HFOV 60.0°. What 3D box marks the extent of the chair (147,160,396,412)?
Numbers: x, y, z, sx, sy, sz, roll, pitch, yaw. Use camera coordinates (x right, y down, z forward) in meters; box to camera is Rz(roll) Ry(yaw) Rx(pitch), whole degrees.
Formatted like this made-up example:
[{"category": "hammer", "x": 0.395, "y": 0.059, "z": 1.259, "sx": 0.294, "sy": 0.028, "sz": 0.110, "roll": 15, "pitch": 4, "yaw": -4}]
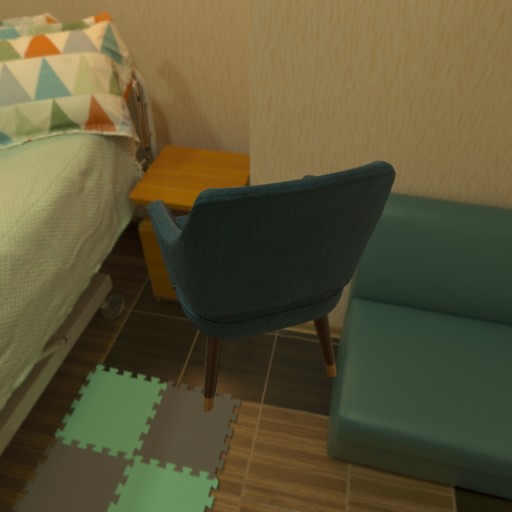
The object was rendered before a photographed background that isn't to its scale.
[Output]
[{"category": "chair", "x": 0.000, "y": 0.000, "z": 1.601, "sx": 0.683, "sy": 1.081, "sz": 0.794, "roll": -12, "pitch": 43, "yaw": -13}]
